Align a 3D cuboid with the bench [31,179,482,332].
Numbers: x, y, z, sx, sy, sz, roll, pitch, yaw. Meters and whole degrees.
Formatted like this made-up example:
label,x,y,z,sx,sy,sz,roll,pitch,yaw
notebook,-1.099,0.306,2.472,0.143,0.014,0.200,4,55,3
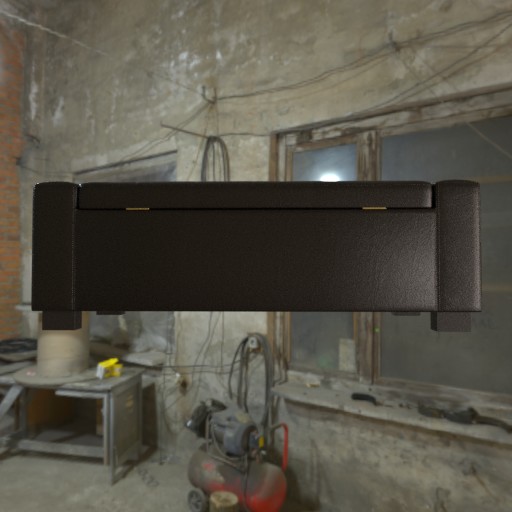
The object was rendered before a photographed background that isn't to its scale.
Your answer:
label,x,y,z,sx,sy,sz,roll,pitch,yaw
bench,0.000,0.000,1.515,1.296,0.445,0.508,0,-1,1
